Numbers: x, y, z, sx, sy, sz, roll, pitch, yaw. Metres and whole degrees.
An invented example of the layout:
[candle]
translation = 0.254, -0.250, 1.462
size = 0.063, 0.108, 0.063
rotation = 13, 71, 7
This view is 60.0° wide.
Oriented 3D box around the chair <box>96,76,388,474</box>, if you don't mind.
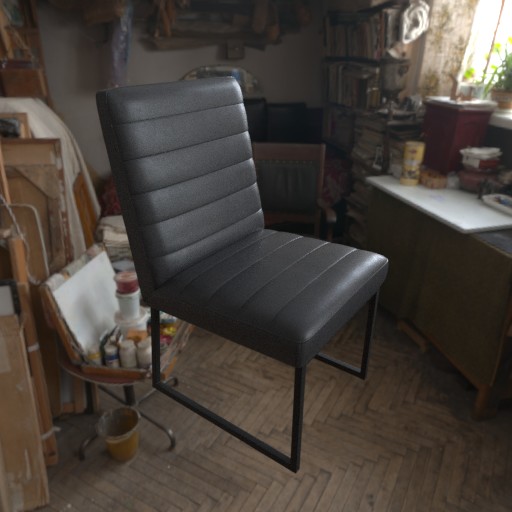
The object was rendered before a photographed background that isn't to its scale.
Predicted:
[chair]
translation = 0.000, 0.000, 1.293
size = 0.634, 0.930, 0.520
rotation = 18, 31, 32
